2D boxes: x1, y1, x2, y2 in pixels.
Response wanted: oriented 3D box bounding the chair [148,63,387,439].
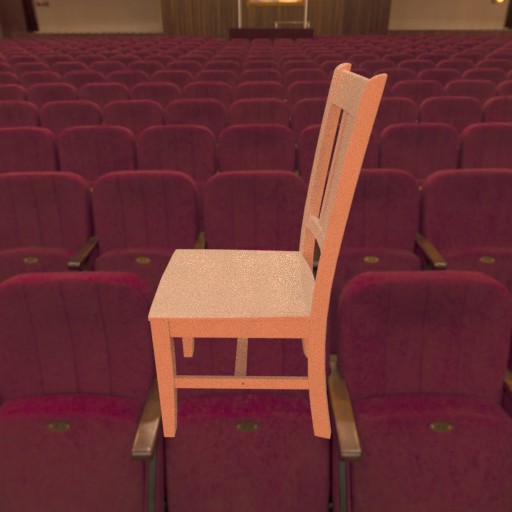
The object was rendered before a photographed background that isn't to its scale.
[{"bbox_3d":[0.000,0.000,1.272,0.555,0.998,0.450,0,26,1],"label":"chair"}]
